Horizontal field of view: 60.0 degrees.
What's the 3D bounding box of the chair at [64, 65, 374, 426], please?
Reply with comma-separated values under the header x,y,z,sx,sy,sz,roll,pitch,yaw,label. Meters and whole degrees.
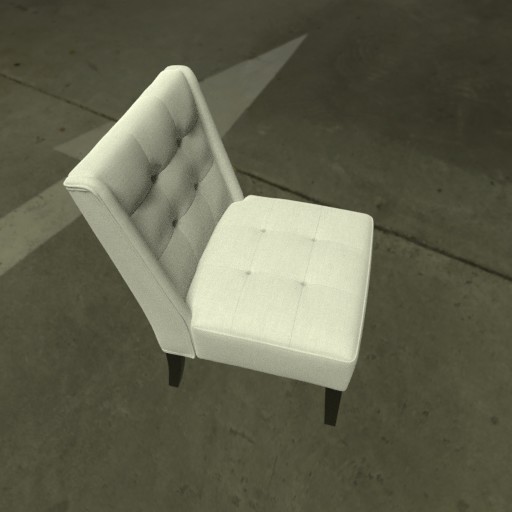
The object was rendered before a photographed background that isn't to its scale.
x,y,z,sx,sy,sz,roll,pitch,yaw,label
0.000,0.000,1.314,0.676,0.853,0.569,11,48,10,chair
